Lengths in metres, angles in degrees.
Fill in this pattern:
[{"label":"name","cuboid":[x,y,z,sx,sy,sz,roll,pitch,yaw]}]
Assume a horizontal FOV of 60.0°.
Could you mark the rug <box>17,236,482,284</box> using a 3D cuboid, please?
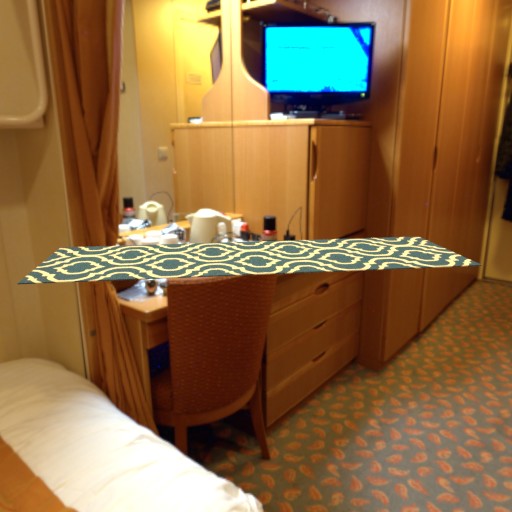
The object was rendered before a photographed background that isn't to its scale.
[{"label":"rug","cuboid":[0.000,0.000,2.504,2.296,0.006,0.685,-2,15,-7]}]
